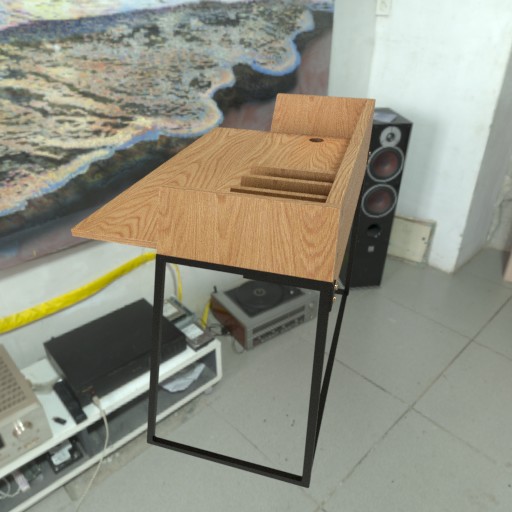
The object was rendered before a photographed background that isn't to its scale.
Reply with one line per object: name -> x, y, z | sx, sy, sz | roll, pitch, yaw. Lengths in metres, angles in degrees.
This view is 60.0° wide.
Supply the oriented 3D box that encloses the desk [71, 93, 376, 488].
desk -> 0.000, 0.000, 1.835 | 0.769, 1.061, 1.191 | 9, 32, 14
